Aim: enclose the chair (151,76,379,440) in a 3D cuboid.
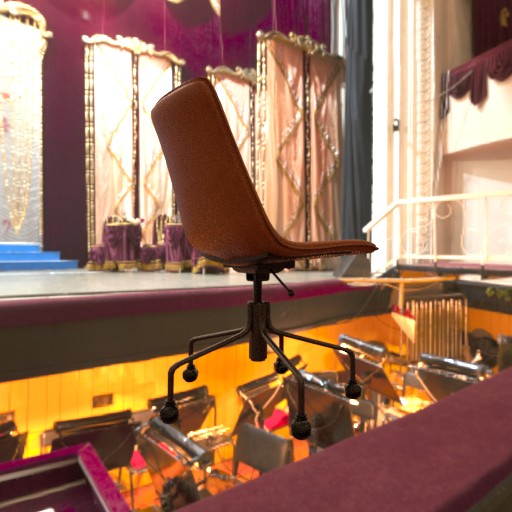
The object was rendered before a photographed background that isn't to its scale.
[{"bbox_3d":[0.000,0.000,1.404,0.660,0.920,0.651,-1,1,-36],"label":"chair"}]
